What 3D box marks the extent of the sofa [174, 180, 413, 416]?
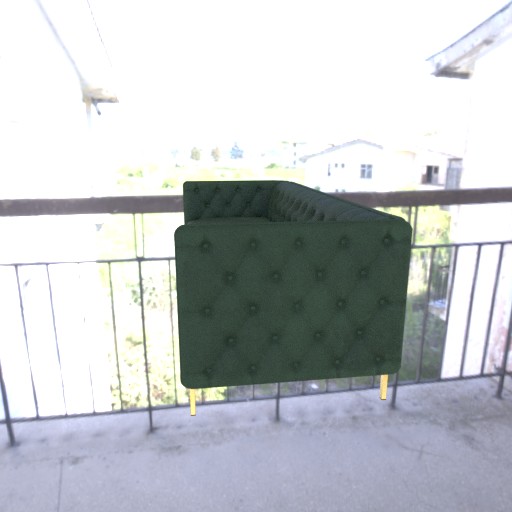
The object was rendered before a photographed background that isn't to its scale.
[{"bbox_3d":[0.000,0.000,2.708,0.895,0.771,2.209,-2,14,-8],"label":"sofa"}]
